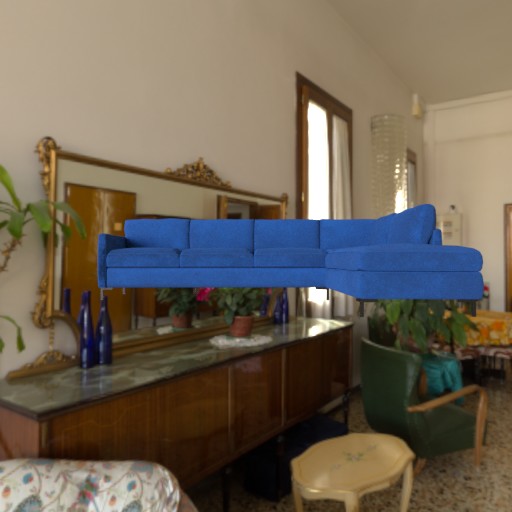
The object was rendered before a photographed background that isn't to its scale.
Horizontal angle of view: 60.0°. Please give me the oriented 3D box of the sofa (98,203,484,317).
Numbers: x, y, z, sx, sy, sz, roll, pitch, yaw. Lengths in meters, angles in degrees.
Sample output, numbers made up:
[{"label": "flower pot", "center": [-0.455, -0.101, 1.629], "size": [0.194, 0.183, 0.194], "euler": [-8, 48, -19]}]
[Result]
[{"label": "sofa", "center": [0.000, 0.000, 3.247], "size": [2.486, 0.687, 1.707], "euler": [0, -1, -1]}]
